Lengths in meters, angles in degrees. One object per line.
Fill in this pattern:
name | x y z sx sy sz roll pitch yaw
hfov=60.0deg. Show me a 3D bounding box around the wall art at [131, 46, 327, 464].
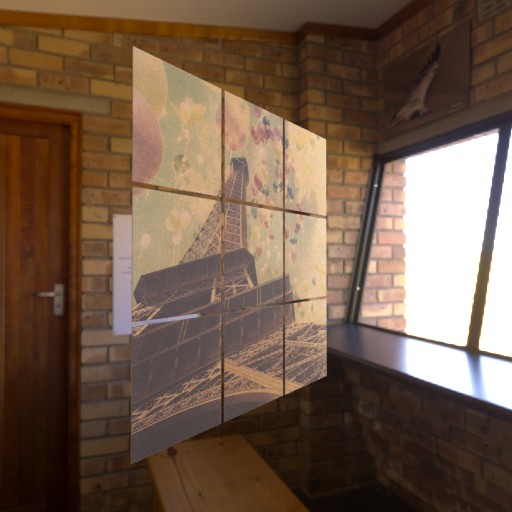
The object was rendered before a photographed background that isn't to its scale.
wall art | 0.000 0.000 2.209 0.002 1.505 1.517 -1 -1 36
